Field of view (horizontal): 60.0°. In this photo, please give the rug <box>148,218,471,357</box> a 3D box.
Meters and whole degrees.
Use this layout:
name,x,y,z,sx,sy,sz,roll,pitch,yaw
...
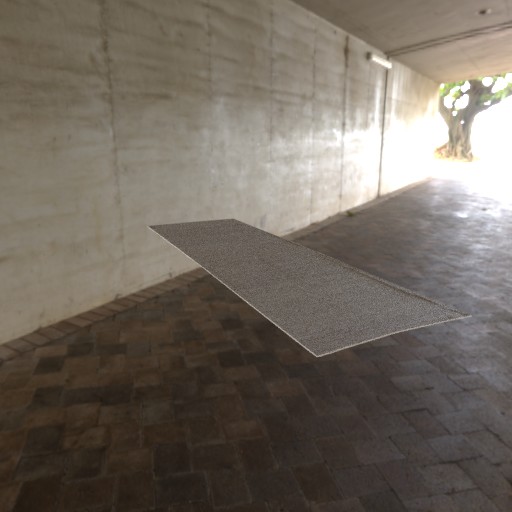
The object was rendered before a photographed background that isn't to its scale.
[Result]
name,x,y,z,sx,sy,sz,roll,pitch,yaw
rug,0.000,0.000,2.616,0.741,0.014,2.390,-7,17,-25
